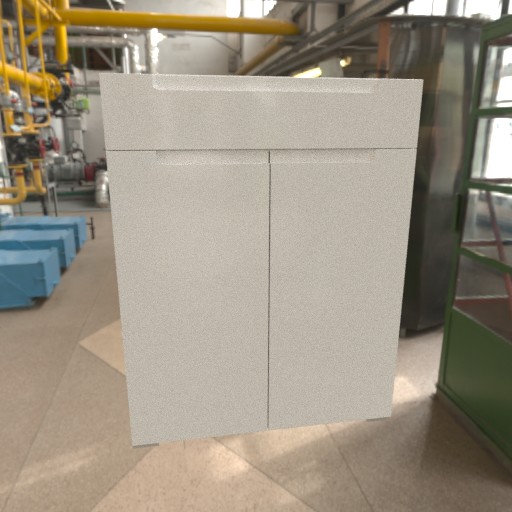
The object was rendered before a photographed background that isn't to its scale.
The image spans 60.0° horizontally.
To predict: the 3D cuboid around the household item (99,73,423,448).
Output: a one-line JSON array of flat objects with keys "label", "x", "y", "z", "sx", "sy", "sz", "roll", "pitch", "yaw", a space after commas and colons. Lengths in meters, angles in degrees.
[{"label": "household item", "x": 0.000, "y": 0.000, "z": 1.392, "sx": 0.790, "sy": 1.010, "sz": 0.420, "roll": -3, "pitch": 16, "yaw": -9}]
